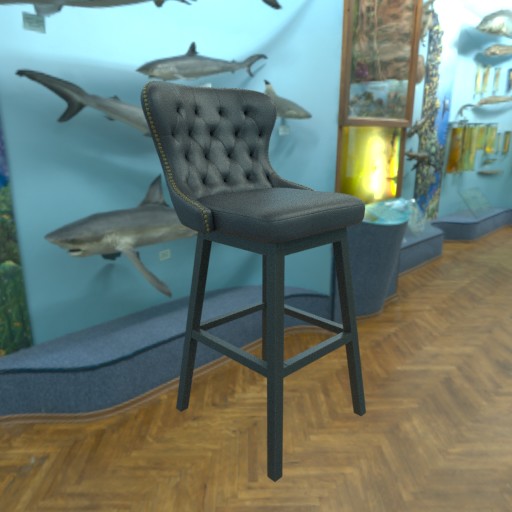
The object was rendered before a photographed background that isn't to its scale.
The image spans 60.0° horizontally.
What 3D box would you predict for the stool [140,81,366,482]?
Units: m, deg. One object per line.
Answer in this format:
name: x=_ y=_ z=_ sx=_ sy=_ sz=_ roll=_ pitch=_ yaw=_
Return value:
stool: x=0.000 y=0.000 z=1.399 sx=0.528 sy=1.050 sz=0.601 roll=-14 pitch=21 yaw=-42
